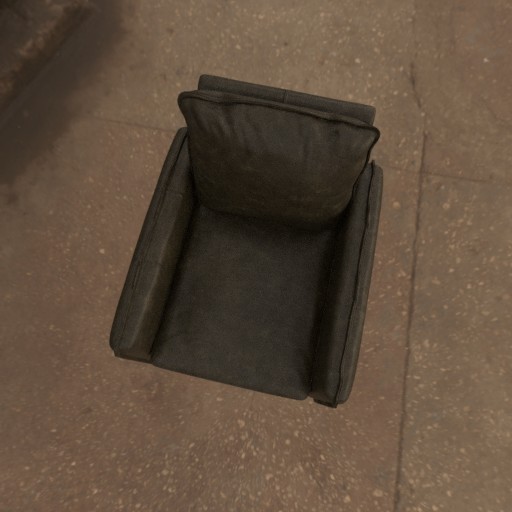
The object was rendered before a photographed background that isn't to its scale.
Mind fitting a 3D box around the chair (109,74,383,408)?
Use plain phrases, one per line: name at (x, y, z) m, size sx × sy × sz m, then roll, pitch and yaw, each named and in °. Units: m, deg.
chair at (0.000, 0.000, 1.613) m, size 0.830 × 0.921 × 0.921 m, roll 12°, pitch 74°, yaw 3°
